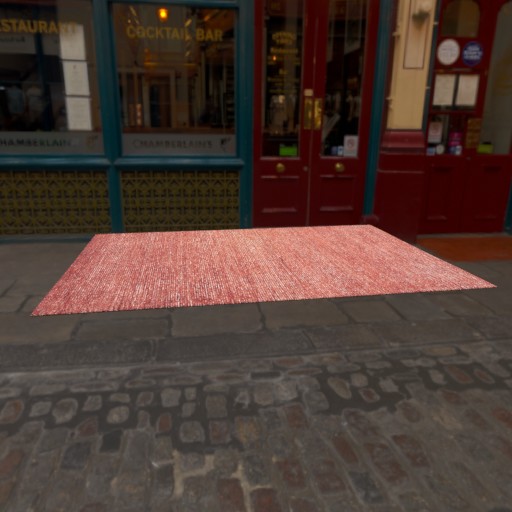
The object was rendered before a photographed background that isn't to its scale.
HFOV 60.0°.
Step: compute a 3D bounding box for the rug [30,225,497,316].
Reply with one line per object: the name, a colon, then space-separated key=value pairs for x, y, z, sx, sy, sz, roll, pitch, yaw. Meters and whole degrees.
rug: x=0.000 y=0.000 z=5.017 sx=3.965 sy=0.025 sz=2.803 roll=-3 pitch=16 yaw=-9
